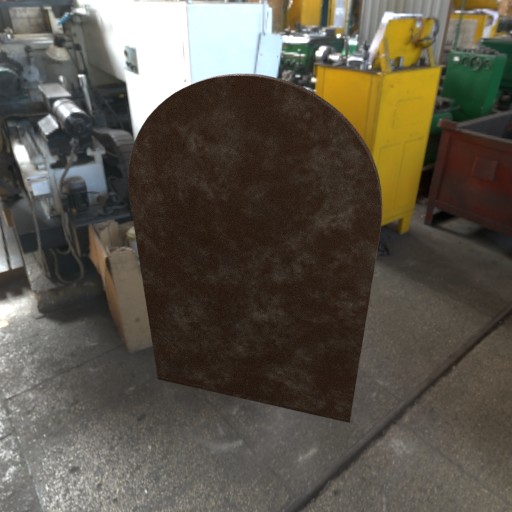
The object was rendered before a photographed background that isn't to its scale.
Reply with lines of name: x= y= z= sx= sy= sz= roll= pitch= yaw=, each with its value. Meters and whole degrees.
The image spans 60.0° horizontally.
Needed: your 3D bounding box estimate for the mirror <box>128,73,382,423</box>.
mirror: x=0.000 y=0.000 z=0.984 sx=0.510 sy=0.770 sz=0.137 roll=8 pitch=32 yaw=14
